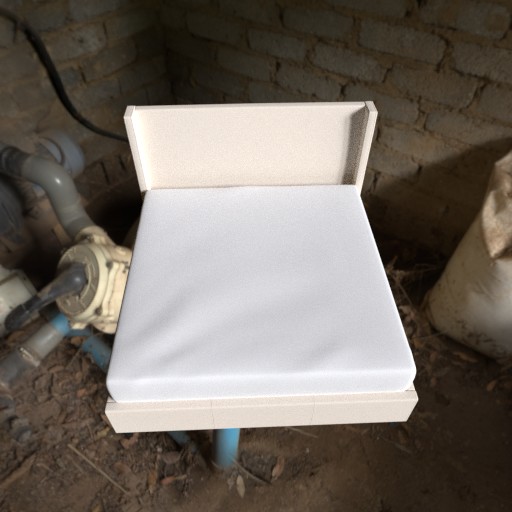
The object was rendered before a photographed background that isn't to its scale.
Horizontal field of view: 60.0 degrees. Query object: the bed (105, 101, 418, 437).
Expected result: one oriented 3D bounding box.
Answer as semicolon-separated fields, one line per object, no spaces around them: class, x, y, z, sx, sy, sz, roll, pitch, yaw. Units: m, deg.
bed;0.000;0.000;3.580;2.145;1.471;2.293;-2;46;-2
